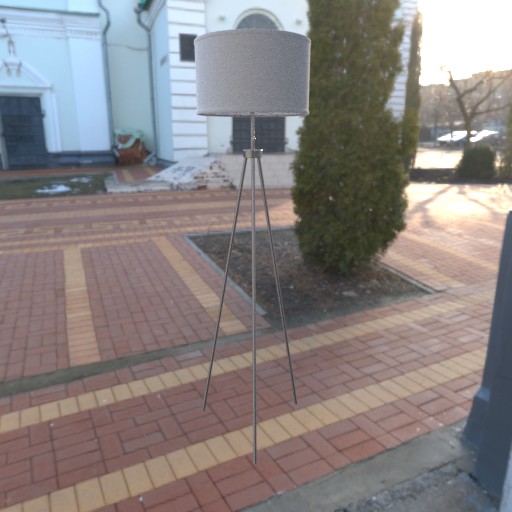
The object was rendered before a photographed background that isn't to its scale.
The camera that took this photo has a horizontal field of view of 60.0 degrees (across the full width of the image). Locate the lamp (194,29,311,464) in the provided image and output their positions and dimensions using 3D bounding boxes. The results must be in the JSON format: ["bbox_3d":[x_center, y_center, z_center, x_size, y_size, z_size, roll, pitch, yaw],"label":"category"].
[{"bbox_3d":[0.000,0.000,1.737,0.448,1.545,0.458,-3,16,-10],"label":"lamp"}]
